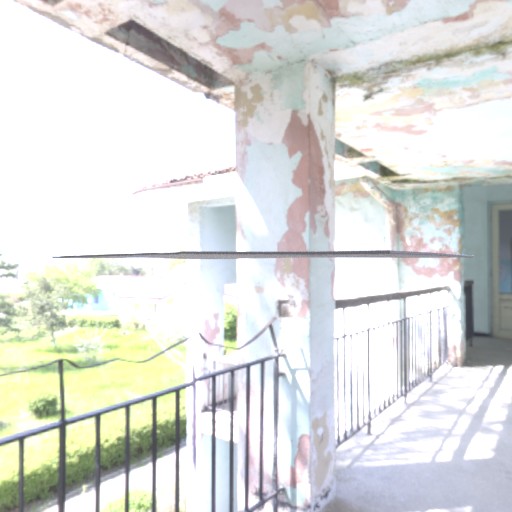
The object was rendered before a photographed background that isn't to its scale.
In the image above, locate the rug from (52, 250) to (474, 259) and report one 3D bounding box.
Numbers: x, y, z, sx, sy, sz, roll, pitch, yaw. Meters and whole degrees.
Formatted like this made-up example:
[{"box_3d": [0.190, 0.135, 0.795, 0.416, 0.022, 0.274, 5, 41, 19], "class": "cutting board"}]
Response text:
[{"box_3d": [0.000, 0.000, 2.220, 1.789, 0.021, 1.159, -1, -1, 37], "class": "rug"}]
